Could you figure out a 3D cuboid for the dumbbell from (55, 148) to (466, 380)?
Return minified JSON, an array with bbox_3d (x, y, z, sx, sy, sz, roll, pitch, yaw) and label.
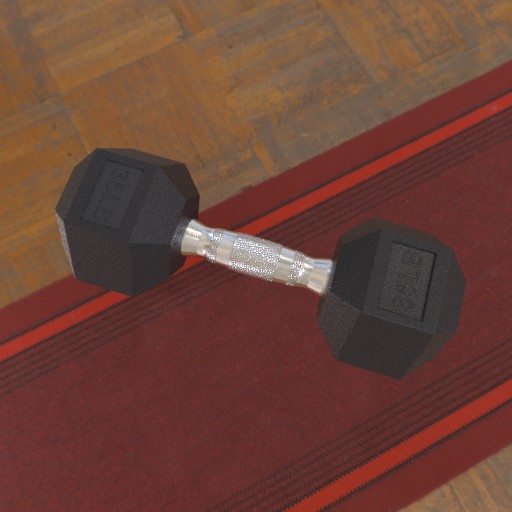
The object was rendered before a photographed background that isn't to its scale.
[{"bbox_3d":[0.000,0.000,0.416,0.356,0.123,0.141,16,75,5],"label":"dumbbell"}]
